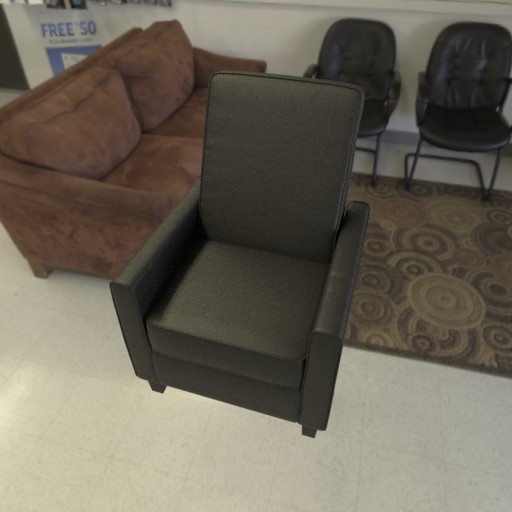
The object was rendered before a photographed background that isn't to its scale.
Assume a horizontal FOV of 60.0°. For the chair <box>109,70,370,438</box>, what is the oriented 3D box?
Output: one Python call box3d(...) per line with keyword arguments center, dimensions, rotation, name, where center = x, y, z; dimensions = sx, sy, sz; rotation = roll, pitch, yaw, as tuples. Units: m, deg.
box3d(center=(0.000, 0.000, 1.538), dimensions=(0.705, 1.013, 0.746), rotation=(12, 43, 13), name="chair")
